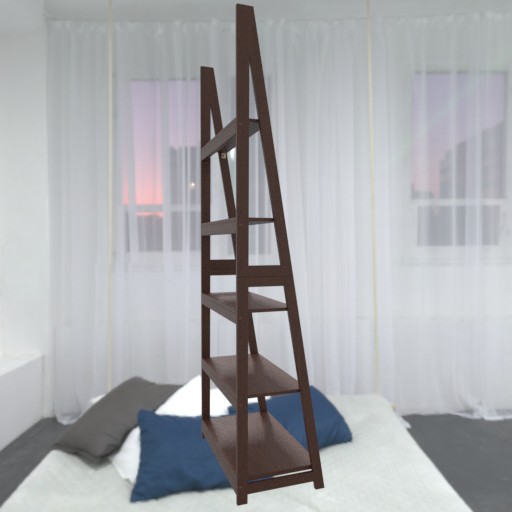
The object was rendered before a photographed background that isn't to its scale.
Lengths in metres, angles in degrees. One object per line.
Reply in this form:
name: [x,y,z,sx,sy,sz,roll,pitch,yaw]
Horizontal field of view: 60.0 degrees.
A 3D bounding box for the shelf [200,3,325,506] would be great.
shelf: [0.000,0.000,1.898,0.350,1.770,0.600,-1,2,-19]
